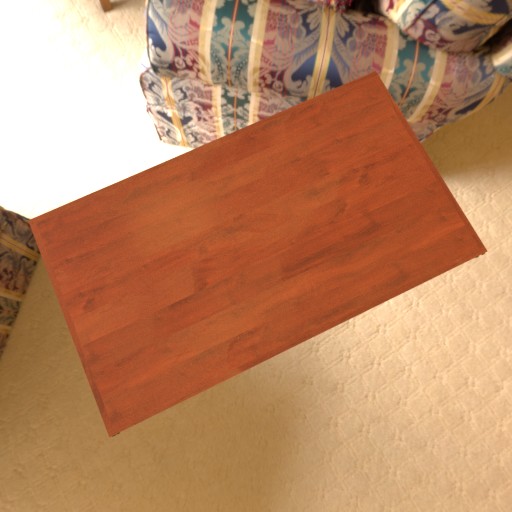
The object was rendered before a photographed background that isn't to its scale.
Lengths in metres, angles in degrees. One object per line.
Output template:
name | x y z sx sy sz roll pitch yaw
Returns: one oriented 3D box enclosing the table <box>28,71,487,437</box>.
table | 0.000 0.000 1.402 1.067 0.457 0.610 -25 78 -6
